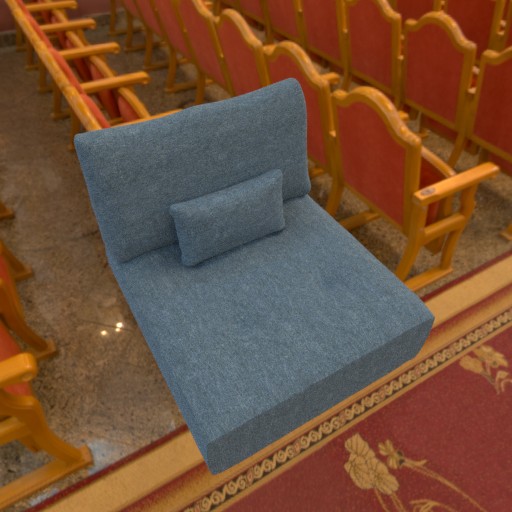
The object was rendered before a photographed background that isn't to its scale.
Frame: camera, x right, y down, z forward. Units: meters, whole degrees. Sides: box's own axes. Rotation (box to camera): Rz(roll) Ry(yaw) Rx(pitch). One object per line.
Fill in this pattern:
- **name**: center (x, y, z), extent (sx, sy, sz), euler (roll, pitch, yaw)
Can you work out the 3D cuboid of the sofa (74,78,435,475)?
- **sofa**: center (0.000, 0.000, 1.649), extent (0.930, 0.820, 1.000), euler (-23, 50, -21)
